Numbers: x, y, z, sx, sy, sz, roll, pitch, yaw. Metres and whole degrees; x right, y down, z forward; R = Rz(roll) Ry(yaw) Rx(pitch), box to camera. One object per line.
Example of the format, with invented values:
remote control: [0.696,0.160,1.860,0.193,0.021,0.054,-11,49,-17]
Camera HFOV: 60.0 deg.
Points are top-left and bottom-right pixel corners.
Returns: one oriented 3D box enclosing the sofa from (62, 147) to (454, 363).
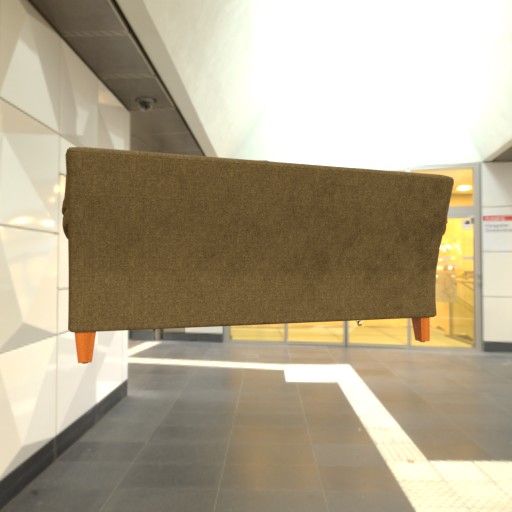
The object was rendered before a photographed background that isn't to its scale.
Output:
sofa: [0.000,0.000,2.754,2.160,1.054,1.087,0,-1,-18]
